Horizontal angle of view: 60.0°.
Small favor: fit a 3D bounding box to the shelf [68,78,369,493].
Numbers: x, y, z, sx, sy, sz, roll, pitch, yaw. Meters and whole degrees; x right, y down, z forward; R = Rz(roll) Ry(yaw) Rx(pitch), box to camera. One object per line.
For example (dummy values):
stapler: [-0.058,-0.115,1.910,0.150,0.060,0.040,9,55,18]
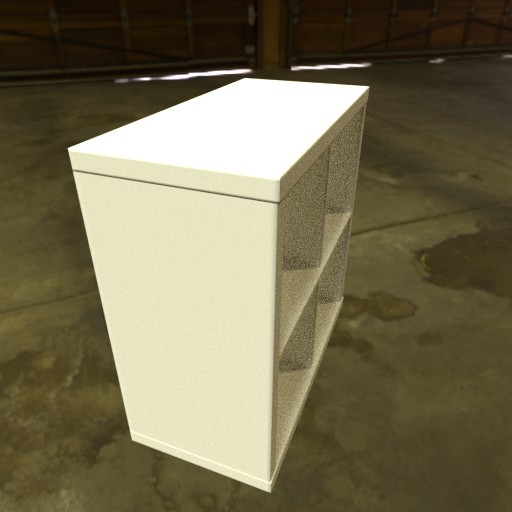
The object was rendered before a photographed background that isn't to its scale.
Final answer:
shelf: [0.000,0.000,1.225,0.390,0.786,0.790,11,33,19]
